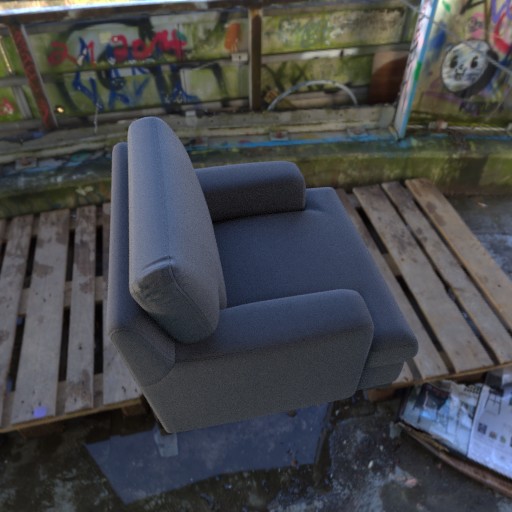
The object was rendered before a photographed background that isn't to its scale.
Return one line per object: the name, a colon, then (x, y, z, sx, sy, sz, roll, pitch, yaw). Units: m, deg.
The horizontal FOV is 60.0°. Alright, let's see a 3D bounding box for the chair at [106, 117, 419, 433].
chair: (0.000, 0.000, 1.991, 1.143, 0.940, 1.168, -8, 46, -8)
